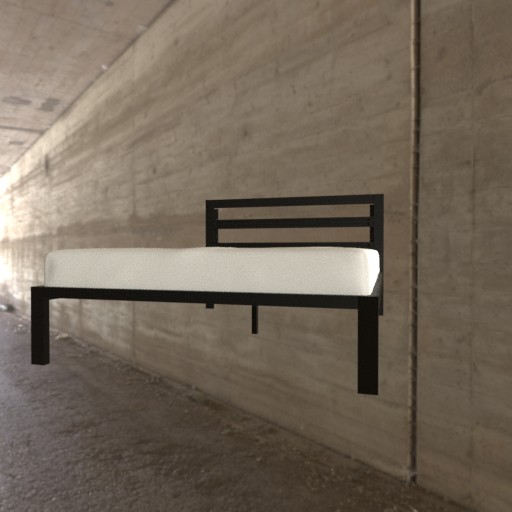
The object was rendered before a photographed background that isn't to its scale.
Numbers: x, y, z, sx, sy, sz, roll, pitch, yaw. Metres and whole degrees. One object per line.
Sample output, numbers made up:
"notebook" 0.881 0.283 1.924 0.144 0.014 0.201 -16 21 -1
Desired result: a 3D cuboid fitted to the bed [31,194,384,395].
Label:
"bed" 0.000 0.000 2.784 1.524 0.967 2.062 0 1 17
